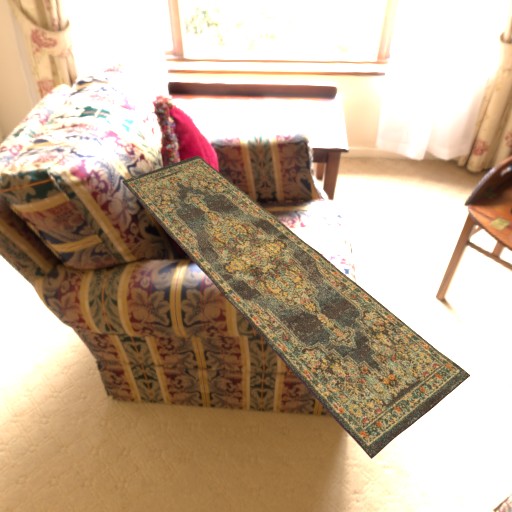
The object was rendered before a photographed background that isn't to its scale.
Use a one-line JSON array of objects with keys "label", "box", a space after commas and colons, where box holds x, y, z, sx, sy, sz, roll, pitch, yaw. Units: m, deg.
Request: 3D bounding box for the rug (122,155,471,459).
[{"label": "rug", "box": [0.000, 0.000, 2.428, 0.602, 0.016, 2.283, -26, 48, -26]}]
